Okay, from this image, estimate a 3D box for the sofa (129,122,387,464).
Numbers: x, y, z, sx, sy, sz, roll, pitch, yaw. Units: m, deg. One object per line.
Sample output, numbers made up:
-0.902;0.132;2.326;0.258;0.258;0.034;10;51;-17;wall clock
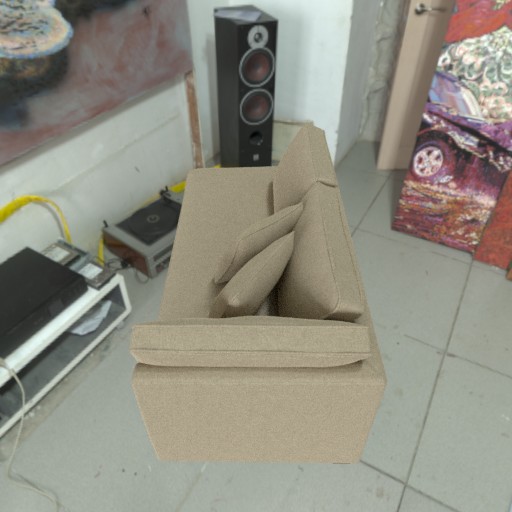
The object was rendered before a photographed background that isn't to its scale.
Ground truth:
0.000;0.000;2.831;1.110;1.033;2.237;0;42;0;sofa
